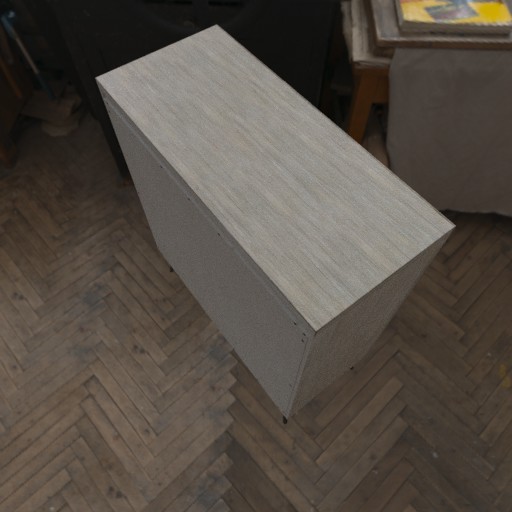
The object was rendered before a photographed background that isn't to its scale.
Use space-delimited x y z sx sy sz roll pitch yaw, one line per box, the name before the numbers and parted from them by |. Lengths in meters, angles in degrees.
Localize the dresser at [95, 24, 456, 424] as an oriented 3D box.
dresser | 0.000 0.000 1.730 0.457 1.219 1.016 -33 65 -18
